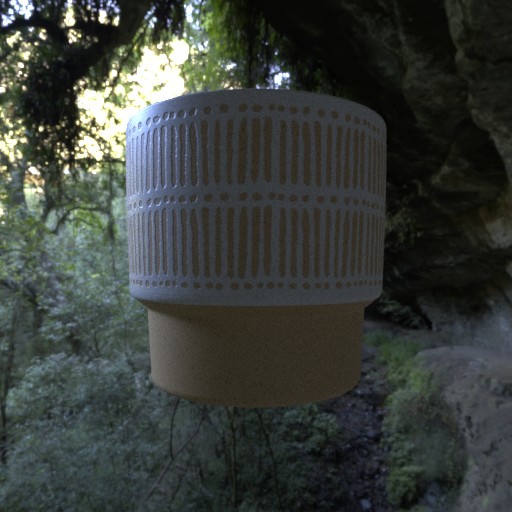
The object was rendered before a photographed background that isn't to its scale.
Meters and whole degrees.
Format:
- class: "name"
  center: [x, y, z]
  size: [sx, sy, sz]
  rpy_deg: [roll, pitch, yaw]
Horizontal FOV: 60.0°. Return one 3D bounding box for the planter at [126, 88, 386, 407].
- class: "planter"
  center: [0.000, 0.000, 0.559]
  size: [0.317, 0.303, 0.317]
  rpy_deg: [0, -1, 0]
